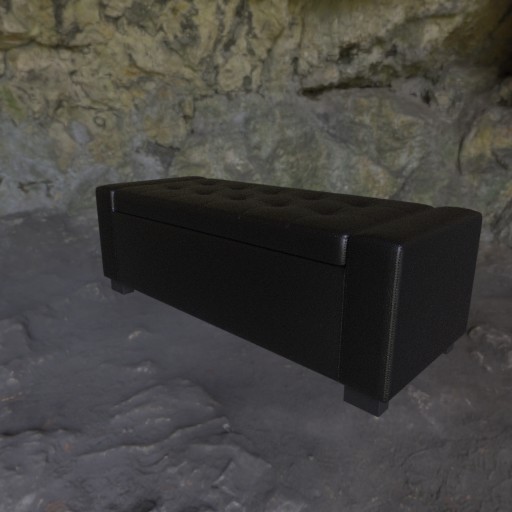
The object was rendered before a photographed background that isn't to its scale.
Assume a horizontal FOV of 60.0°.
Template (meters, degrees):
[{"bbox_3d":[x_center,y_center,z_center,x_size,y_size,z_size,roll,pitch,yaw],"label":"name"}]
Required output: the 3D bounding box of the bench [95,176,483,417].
[{"bbox_3d":[0.000,0.000,1.552,1.296,0.445,0.508,15,22,41],"label":"bench"}]
